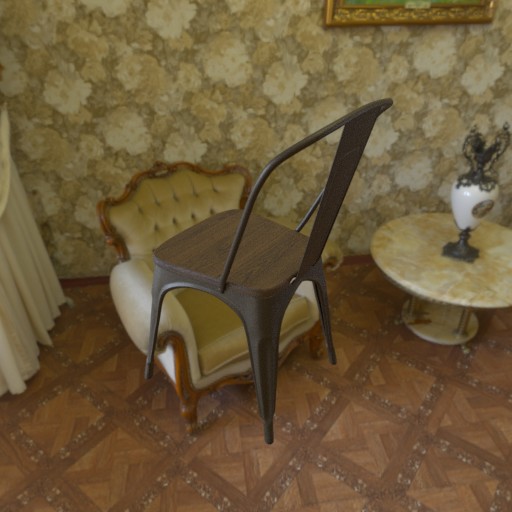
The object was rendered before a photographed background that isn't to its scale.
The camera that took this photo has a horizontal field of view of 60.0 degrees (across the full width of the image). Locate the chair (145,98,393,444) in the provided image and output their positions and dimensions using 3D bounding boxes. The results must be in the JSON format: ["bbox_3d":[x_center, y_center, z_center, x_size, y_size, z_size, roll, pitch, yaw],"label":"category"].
[{"bbox_3d":[0.000,0.000,1.169,0.532,0.844,0.451,21,37,31],"label":"chair"}]
